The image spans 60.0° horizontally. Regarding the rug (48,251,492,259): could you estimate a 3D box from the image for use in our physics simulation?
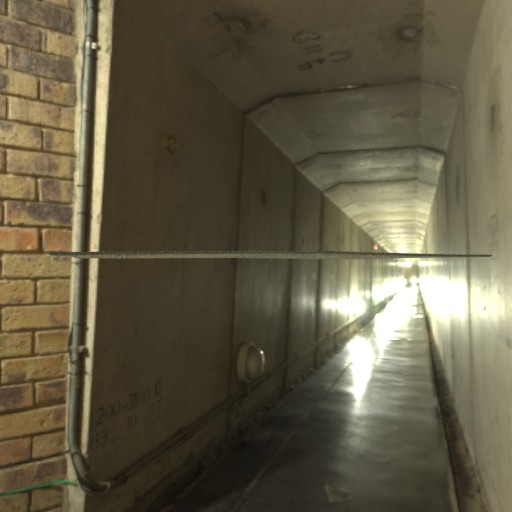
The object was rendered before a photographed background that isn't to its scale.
[{"bbox_3d":[0.000,0.000,5.123,4.078,0.052,2.802,0,-1,-18],"label":"rug"}]
